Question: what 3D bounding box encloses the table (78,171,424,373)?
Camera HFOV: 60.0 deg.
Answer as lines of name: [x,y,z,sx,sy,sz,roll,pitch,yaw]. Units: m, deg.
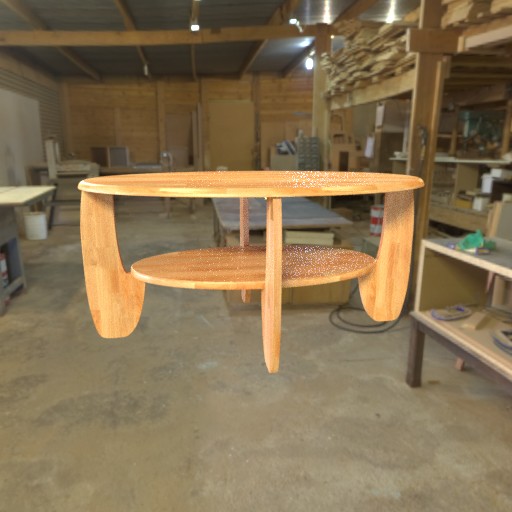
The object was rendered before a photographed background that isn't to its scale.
table: [0.000,0.000,1.403,1.040,0.490,0.690,-2,14,-8]
